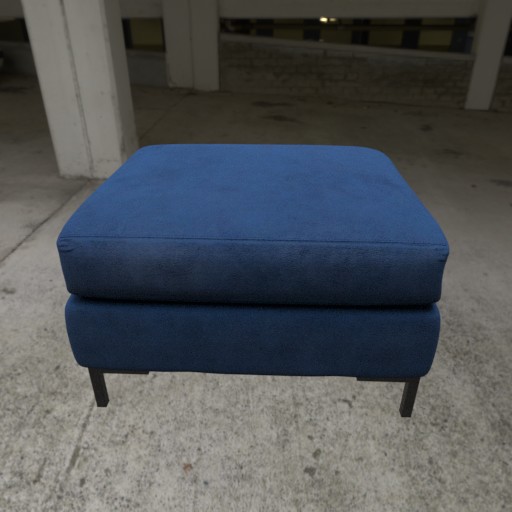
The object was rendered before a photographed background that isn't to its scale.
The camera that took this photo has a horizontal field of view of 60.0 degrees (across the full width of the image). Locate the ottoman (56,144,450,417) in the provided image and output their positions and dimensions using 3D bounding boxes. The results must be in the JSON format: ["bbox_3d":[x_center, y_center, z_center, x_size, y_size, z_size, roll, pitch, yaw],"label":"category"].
[{"bbox_3d":[0.000,0.000,1.178,0.794,0.485,0.655,1,29,2],"label":"ottoman"}]
